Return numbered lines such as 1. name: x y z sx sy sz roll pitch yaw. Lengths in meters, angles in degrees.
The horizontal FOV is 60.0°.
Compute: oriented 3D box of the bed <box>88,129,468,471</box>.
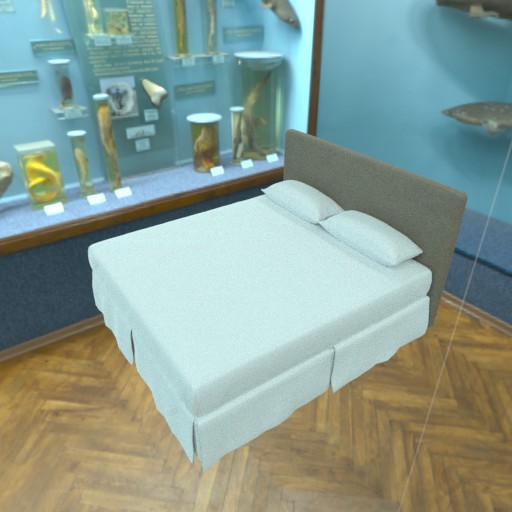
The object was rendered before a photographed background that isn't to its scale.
1. bed: 0.000 0.000 3.672 2.341 1.317 2.119 -20 37 -29
